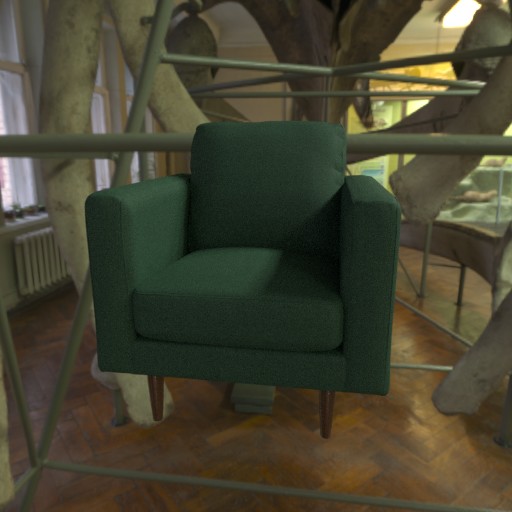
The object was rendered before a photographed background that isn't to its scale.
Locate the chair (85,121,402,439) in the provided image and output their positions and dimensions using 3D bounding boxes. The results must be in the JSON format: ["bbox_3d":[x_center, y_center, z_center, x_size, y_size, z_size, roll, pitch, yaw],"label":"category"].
[{"bbox_3d":[0.000,0.000,1.544,0.855,0.927,0.800,2,14,9],"label":"chair"}]
